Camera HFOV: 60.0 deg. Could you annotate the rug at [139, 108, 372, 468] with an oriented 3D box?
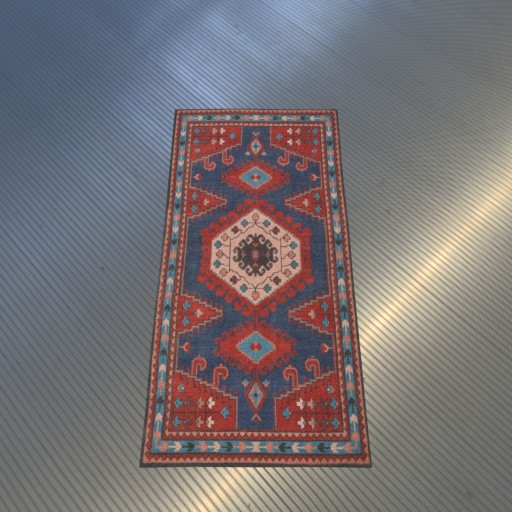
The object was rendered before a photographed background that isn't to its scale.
[{"bbox_3d":[0.000,0.000,3.515,1.522,0.034,3.032,0,65,0],"label":"rug"}]
